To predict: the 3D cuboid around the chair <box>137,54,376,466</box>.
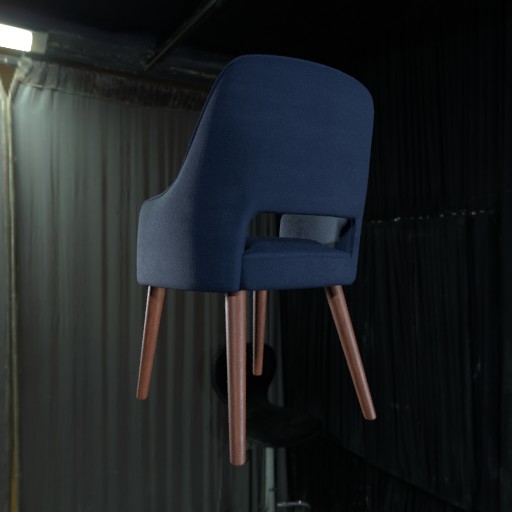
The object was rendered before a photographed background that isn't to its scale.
[{"bbox_3d":[0.000,0.000,1.206,0.559,0.844,0.591,-1,1,-36],"label":"chair"}]
